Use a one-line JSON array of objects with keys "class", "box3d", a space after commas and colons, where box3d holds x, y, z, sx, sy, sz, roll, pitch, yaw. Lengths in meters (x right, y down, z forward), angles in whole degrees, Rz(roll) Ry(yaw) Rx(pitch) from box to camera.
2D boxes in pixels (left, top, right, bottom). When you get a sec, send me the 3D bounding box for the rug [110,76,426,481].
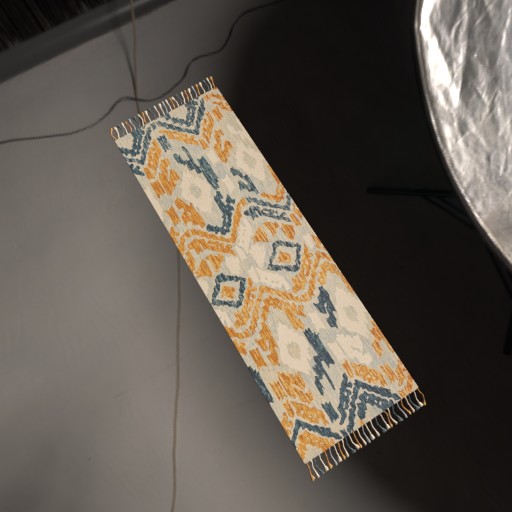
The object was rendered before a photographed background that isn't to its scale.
[{"class": "rug", "box3d": [0.000, 0.000, 2.665, 0.783, 0.010, 2.437, -31, 78, -7]}]
